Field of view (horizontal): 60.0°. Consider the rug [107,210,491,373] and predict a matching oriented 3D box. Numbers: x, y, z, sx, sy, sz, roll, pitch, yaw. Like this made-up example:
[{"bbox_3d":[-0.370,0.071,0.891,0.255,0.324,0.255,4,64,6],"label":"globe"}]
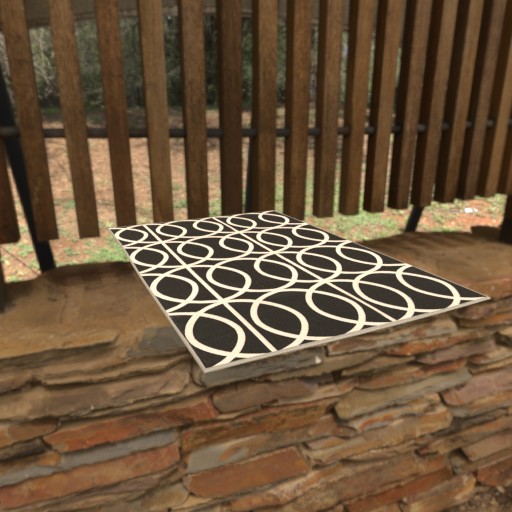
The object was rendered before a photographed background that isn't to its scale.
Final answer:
[{"bbox_3d":[0.000,0.000,2.879,1.528,0.014,2.294,-9,20,-25],"label":"rug"}]
